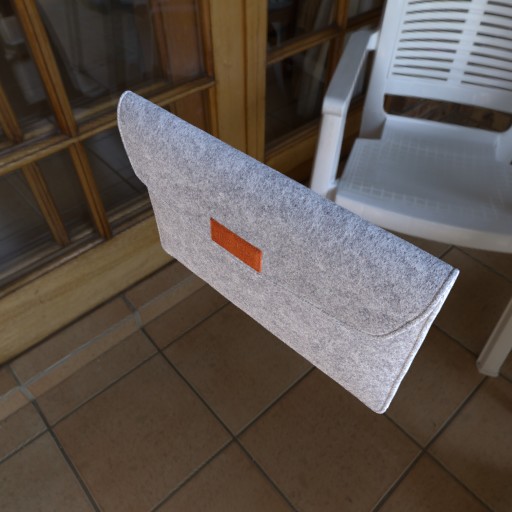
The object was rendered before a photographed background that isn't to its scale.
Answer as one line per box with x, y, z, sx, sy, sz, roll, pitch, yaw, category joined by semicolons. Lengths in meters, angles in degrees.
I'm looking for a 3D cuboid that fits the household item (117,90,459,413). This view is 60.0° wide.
0.000;0.000;0.428;0.335;0.221;0.057;34;56;27;household item
